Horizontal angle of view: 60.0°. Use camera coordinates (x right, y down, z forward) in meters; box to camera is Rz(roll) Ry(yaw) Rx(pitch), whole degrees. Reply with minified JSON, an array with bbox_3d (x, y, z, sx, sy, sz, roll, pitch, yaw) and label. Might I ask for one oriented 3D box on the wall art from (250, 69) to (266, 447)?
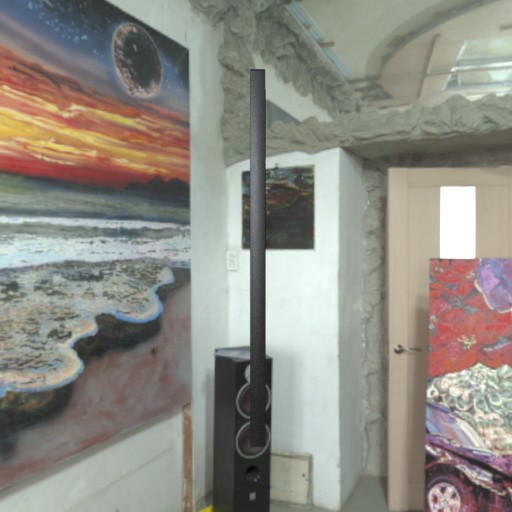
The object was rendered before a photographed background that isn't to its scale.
[{"bbox_3d":[0.000,0.000,0.579,0.013,0.306,0.440,0,1,0],"label":"wall art"}]
